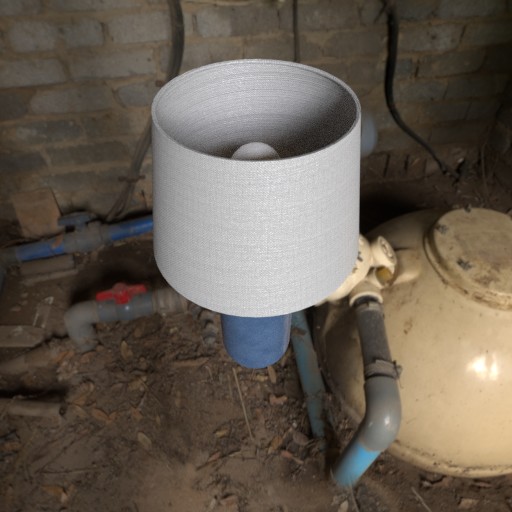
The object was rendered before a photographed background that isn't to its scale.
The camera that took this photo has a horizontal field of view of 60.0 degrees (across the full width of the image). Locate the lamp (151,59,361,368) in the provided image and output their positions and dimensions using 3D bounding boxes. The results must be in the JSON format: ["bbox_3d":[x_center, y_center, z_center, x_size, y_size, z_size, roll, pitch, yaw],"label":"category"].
[{"bbox_3d":[0.000,0.000,0.581,0.253,0.428,0.253,0,46,0],"label":"lamp"}]
